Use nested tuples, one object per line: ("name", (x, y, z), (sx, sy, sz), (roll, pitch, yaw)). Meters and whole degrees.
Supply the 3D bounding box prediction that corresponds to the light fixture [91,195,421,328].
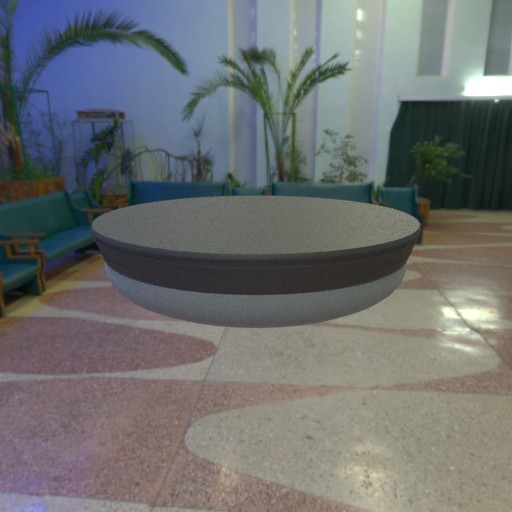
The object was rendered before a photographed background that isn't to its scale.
("light fixture", (0.000, 0.000, 0.537), (0.368, 0.100, 0.368), (0, 15, 0))
